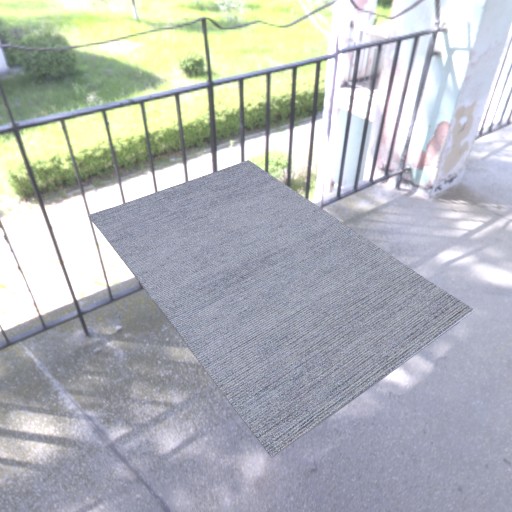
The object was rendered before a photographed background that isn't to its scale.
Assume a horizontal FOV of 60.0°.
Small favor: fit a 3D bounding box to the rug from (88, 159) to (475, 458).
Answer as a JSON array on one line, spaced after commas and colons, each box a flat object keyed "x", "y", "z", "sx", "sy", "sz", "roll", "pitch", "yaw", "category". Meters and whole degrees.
[{"x": 0.000, "y": 0.000, "z": 2.299, "sx": 1.159, "sy": 0.021, "sz": 1.789, "roll": -25, "pitch": 45, "yaw": -27, "category": "rug"}]
